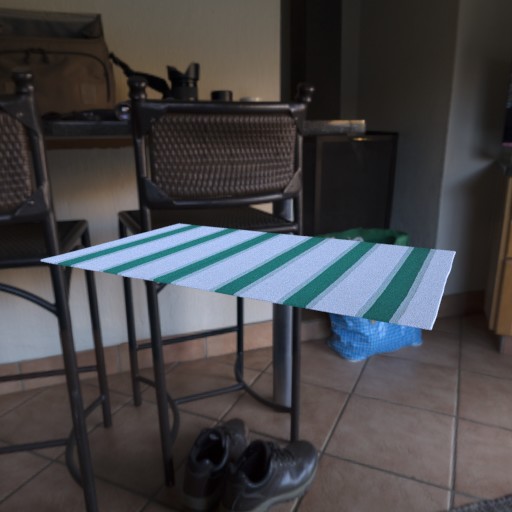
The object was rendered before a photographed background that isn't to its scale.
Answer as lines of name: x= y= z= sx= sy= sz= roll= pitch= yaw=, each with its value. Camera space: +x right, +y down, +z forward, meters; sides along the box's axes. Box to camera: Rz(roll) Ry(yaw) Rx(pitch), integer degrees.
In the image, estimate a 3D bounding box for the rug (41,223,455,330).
rug: x=0.000 y=0.000 z=3.051 sx=2.436 sy=0.015 sz=1.521 roll=7 pitch=16 yaw=26
